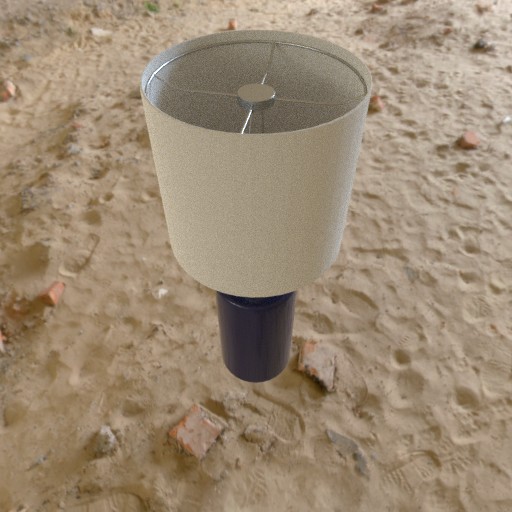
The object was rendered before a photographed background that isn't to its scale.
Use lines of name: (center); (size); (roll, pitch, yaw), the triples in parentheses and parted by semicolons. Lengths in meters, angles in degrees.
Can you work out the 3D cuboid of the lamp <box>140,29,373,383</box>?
lamp: (0.000, 0.000, 0.588); (0.212, 0.493, 0.212); (8, 47, 8)
